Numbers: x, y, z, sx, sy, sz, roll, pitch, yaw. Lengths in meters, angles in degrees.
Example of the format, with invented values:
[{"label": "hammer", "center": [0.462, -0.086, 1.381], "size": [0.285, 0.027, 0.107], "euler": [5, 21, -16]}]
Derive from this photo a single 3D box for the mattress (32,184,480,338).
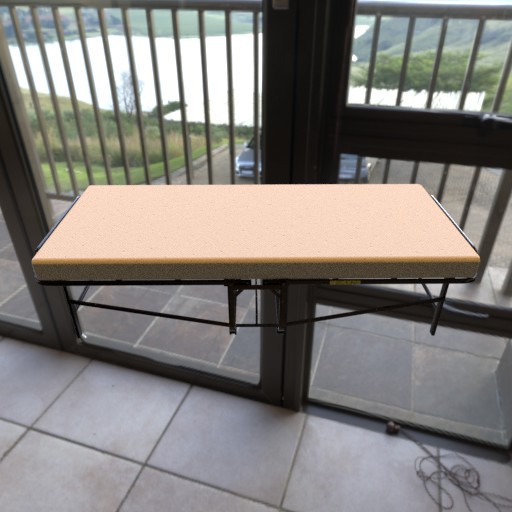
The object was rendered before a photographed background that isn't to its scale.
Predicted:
[{"label": "mattress", "center": [0.000, 0.000, 2.543], "size": [2.153, 0.519, 0.922], "euler": [0, 32, 0]}]
